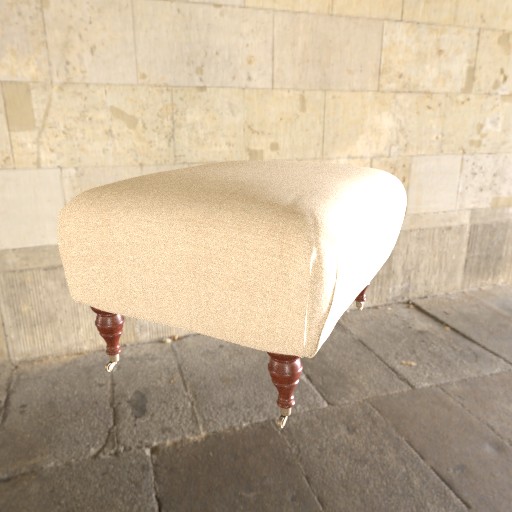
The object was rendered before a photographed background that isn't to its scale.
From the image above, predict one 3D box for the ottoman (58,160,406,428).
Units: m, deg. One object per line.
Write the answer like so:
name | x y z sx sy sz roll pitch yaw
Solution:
ottoman | 0.000 0.000 1.124 0.622 0.450 0.747 8 19 25
